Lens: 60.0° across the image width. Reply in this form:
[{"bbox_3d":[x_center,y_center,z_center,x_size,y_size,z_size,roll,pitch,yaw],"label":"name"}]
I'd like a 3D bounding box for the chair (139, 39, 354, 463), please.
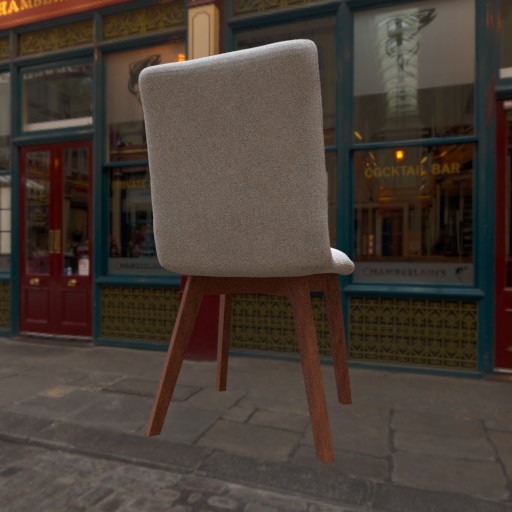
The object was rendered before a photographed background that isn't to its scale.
[{"bbox_3d":[0.000,0.000,1.299,0.522,0.974,0.563,0,-1,19],"label":"chair"}]
